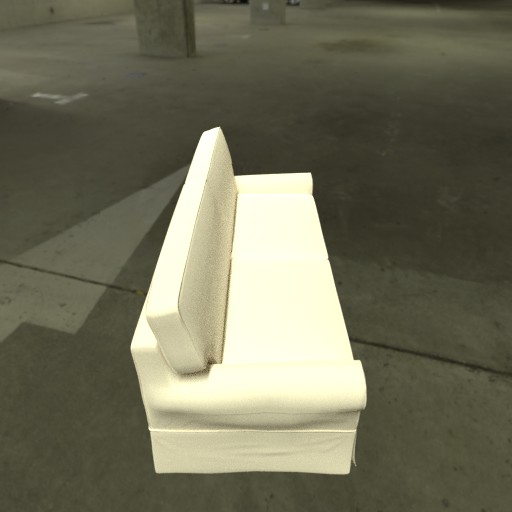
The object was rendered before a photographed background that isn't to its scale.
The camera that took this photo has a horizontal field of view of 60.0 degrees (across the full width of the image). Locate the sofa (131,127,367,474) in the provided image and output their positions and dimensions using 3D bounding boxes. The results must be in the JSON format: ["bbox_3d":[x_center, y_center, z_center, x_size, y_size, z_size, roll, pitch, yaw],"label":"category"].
[{"bbox_3d":[0.000,0.000,2.445,0.862,0.937,2.021,0,33,0],"label":"sofa"}]
